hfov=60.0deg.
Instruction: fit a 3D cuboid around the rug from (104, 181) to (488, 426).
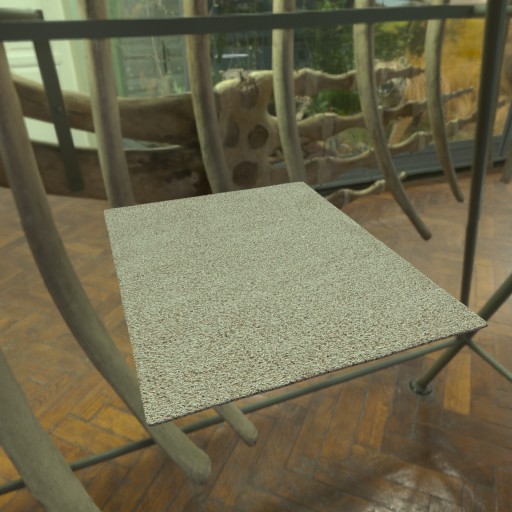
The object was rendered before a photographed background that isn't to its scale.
[{"bbox_3d":[0.000,0.000,4.034,2.438,0.029,3.047,-11,32,-18],"label":"rug"}]
